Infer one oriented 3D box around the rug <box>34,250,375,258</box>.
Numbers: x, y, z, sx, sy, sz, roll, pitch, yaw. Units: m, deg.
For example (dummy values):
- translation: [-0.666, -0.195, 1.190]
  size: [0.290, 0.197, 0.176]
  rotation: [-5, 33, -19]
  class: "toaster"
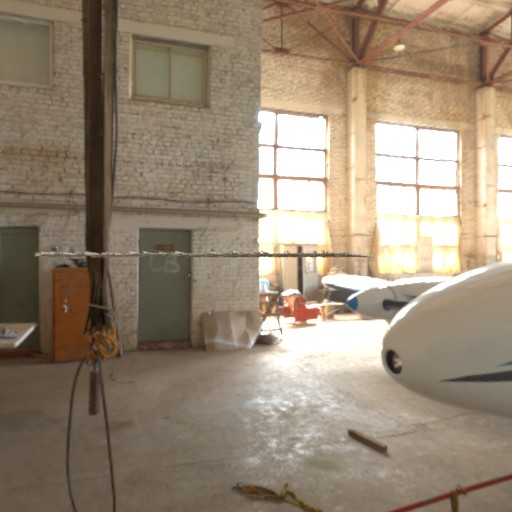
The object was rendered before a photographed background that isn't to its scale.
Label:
- translation: [0.000, 0.000, 2.513]
  size: [1.224, 0.028, 2.023]
  rotation: [0, 0, 18]
  class: "rug"
